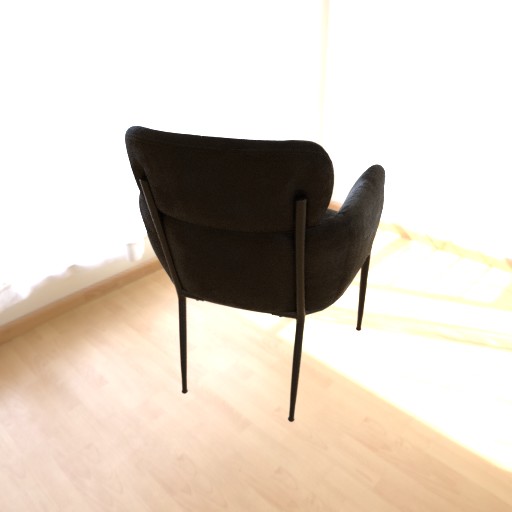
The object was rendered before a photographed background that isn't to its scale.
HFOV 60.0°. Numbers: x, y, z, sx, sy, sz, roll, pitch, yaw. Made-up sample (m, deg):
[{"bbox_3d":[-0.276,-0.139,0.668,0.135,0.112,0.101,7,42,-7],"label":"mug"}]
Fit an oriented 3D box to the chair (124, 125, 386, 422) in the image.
[{"bbox_3d":[0.000,0.000,1.246,0.640,0.818,0.604,9,32,16],"label":"chair"}]
